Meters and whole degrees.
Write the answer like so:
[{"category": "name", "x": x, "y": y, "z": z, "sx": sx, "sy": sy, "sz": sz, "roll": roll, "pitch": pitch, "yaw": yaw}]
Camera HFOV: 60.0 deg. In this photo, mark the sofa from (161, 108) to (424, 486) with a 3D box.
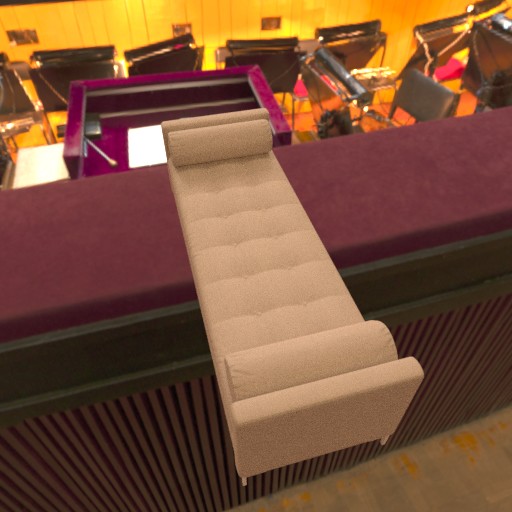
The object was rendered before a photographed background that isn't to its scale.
[{"category": "sofa", "x": 0.000, "y": 0.000, "z": 2.347, "sx": 0.686, "sy": 0.635, "sz": 1.981, "roll": -11, "pitch": 47, "yaw": -11}]
